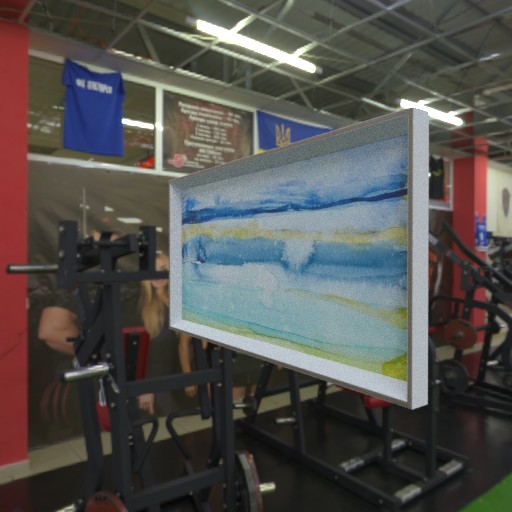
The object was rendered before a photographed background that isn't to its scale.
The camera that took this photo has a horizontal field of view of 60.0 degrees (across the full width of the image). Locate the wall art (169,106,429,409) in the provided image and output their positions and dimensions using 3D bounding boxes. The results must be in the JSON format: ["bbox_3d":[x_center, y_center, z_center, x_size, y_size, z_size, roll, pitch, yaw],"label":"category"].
[{"bbox_3d":[0.000,0.000,0.969,0.038,0.431,0.812,0,1,-36],"label":"wall art"}]
